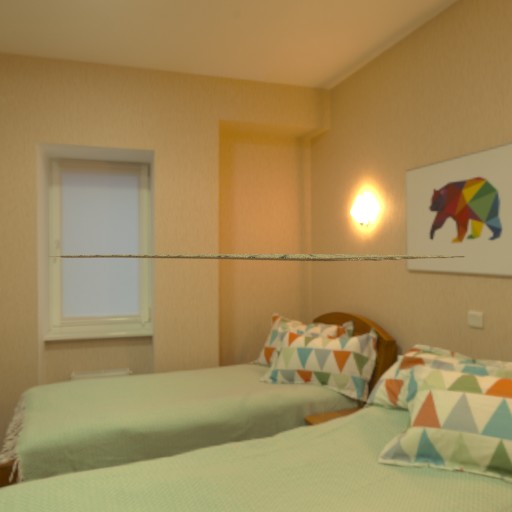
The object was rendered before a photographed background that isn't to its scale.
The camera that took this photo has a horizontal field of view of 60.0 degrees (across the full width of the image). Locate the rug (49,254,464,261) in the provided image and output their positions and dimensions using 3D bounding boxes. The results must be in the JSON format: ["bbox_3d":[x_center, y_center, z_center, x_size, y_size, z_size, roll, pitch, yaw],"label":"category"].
[{"bbox_3d":[0.000,0.000,4.239,3.213,0.030,2.388,0,1,37],"label":"rug"}]
